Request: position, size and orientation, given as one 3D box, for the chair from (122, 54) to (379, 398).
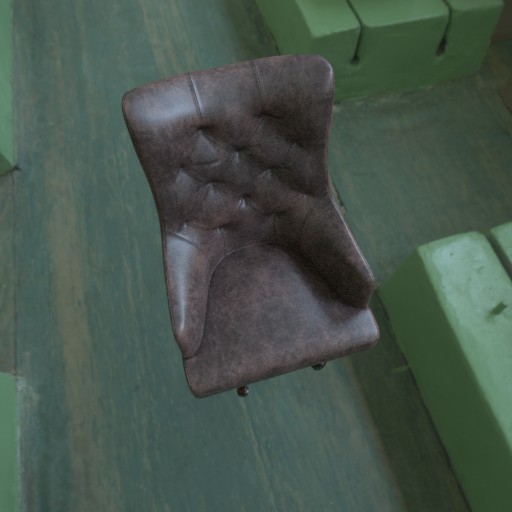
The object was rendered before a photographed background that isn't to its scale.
[{"bbox_3d":[0.000,0.000,1.497,0.641,1.035,0.762,-14,63,-7],"label":"chair"}]
